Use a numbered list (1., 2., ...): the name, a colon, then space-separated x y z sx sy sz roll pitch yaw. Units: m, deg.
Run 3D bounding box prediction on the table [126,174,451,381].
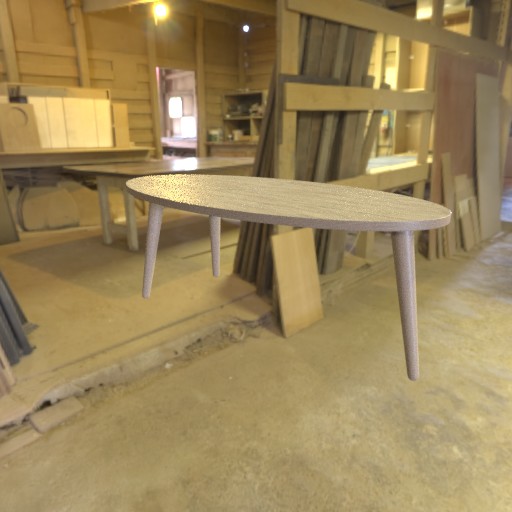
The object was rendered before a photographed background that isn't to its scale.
1. table: 0.000 0.000 1.320 1.083 0.390 0.542 16 22 42
